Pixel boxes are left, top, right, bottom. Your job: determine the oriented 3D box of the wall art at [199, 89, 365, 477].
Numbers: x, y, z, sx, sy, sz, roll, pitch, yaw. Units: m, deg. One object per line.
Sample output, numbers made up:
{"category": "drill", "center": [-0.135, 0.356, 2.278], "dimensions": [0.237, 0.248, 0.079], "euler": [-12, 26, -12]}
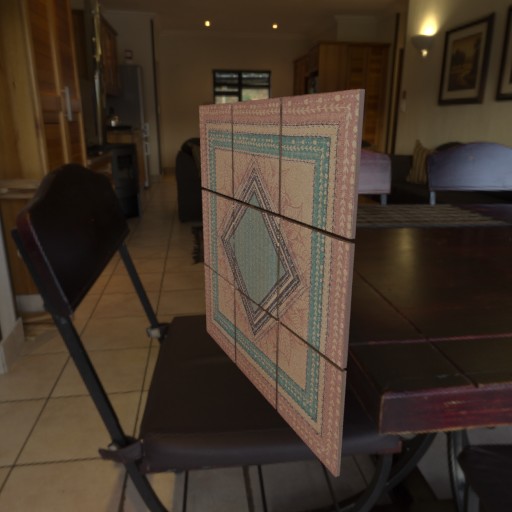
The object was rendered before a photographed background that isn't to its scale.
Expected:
{"category": "wall art", "center": [0.000, 0.000, 1.377], "dimensions": [0.013, 0.914, 0.915], "euler": [-8, 18, -25]}
